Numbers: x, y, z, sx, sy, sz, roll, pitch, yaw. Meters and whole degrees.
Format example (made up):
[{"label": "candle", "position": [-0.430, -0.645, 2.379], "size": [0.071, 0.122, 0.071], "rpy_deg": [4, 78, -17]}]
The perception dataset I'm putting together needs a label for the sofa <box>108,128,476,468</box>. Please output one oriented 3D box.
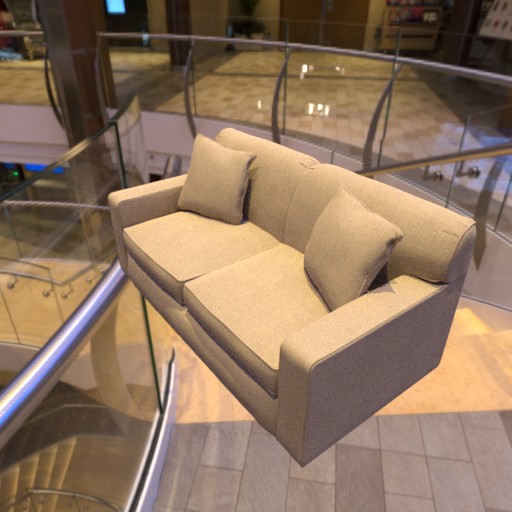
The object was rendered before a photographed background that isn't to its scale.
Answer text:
[{"label": "sofa", "position": [0.000, 0.000, 2.425], "size": [0.998, 0.958, 1.846], "rpy_deg": [-21, 37, -31]}]
